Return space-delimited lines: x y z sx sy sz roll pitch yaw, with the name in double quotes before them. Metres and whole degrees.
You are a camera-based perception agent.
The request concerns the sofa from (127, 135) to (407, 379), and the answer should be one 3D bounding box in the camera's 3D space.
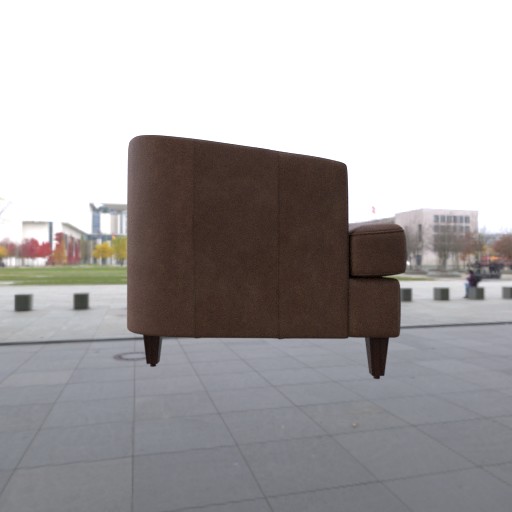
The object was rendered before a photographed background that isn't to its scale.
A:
"sofa" 0.000 0.000 2.189 0.914 0.786 1.755 0 -1 0
